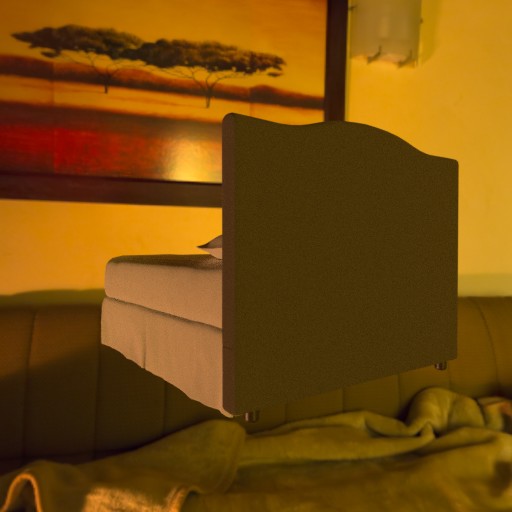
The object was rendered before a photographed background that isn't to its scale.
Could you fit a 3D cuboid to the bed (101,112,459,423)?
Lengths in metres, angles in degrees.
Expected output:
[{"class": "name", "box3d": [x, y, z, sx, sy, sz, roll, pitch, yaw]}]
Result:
[{"class": "bed", "box3d": [0.000, 0.000, 3.089, 1.666, 1.387, 2.036, -1, 1, -35]}]
